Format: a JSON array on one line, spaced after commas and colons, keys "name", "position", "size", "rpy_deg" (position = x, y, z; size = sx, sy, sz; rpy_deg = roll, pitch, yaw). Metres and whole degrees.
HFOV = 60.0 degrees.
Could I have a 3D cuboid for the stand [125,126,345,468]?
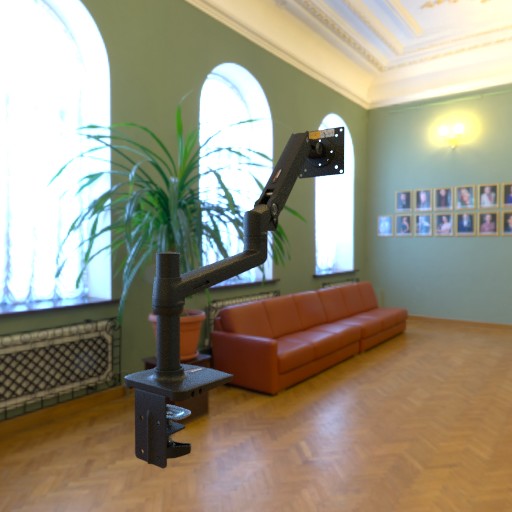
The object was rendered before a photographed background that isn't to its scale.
[{"name": "stand", "position": [0.000, 0.000, 1.022], "size": [0.152, 0.713, 0.650], "rpy_deg": [1, 2, 35]}]
